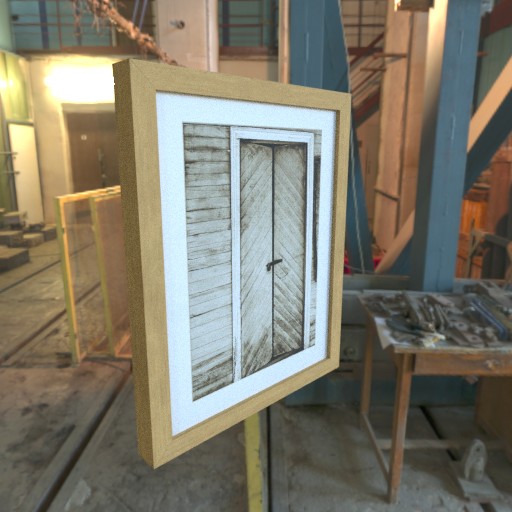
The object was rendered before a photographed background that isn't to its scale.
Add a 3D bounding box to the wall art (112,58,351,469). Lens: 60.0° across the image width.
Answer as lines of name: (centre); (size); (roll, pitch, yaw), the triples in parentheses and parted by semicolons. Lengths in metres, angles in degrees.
wall art: (0.000, 0.000, 0.514); (0.312, 0.380, 0.030); (-12, 18, -43)
